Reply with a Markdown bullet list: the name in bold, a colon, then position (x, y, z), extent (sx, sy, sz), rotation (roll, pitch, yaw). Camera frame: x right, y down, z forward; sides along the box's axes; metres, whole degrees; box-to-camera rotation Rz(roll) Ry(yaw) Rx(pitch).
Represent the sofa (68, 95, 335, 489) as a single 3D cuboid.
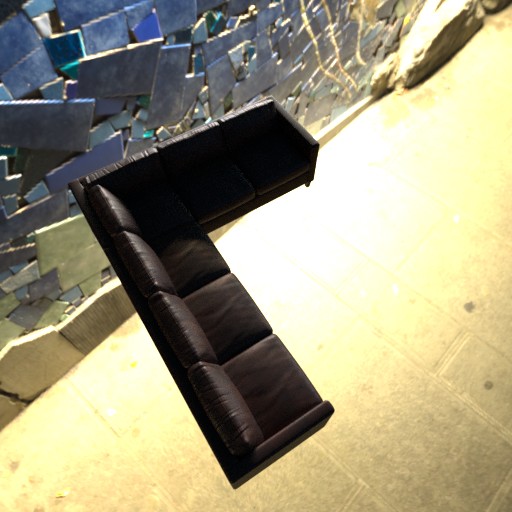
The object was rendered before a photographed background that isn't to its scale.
- **sofa**: position (0.000, 0.000, 4.252), extent (2.438, 0.836, 3.152), rotation (-29, 63, -16)
